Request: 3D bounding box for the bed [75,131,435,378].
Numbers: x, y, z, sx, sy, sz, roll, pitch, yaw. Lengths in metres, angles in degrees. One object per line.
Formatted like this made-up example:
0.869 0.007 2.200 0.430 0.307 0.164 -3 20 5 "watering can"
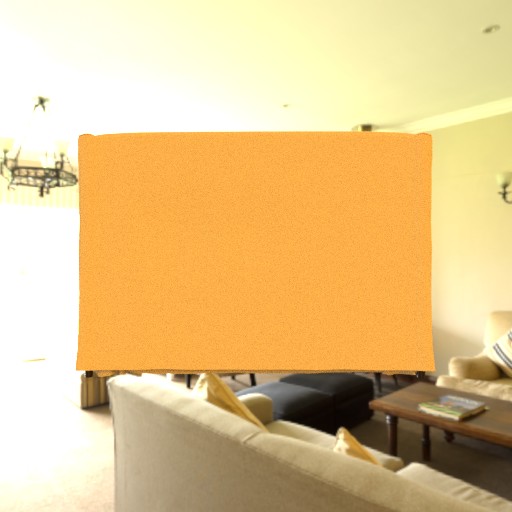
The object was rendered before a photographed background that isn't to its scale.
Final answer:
0.000 0.000 3.481 1.925 1.332 2.276 0 0 0 "bed"
